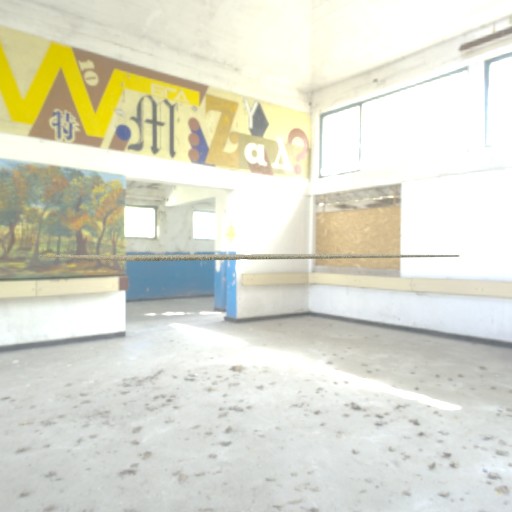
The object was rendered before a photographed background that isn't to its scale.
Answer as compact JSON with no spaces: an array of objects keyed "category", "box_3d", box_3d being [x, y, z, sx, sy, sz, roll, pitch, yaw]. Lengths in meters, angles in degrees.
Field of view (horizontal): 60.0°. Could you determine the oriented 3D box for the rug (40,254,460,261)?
[{"category":"rug","box_3d":[0.000,0.000,2.317,1.824,0.010,1.240,0,1,-38]}]
